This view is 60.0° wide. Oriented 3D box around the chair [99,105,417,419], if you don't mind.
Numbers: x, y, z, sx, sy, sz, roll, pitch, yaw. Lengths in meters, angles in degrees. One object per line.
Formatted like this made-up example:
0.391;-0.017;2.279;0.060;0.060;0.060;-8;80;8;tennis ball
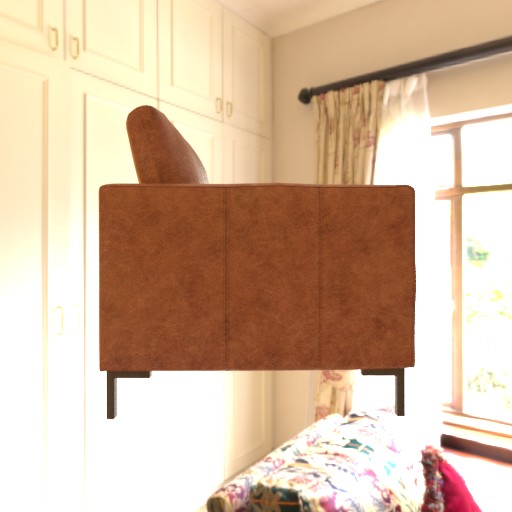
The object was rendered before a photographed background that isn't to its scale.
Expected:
0.000;0.000;1.631;0.862;0.869;0.967;0;0;-2;chair
